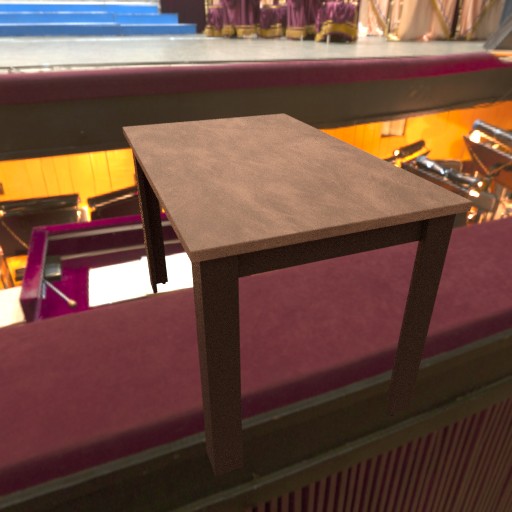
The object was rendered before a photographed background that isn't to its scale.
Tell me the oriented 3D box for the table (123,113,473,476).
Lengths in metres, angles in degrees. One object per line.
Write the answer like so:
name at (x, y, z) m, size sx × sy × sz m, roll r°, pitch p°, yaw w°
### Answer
table at (0.000, 0.000, 1.589) m, size 0.700 × 0.734 × 1.100 m, roll -11°, pitch 31°, yaw -18°
